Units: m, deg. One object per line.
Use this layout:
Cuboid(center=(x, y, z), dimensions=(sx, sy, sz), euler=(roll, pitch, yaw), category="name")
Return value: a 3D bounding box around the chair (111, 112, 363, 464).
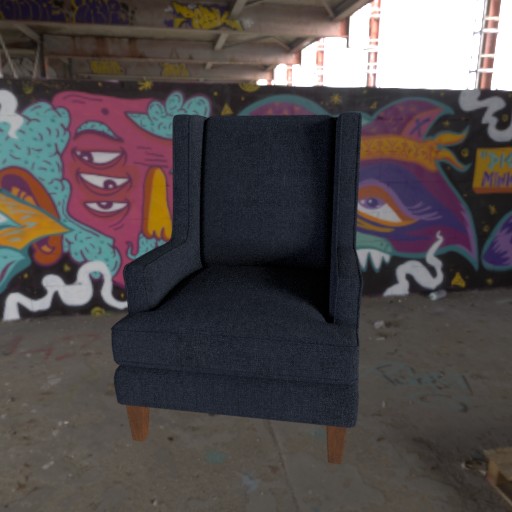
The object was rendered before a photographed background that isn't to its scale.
Cuboid(center=(0.000, 0.000, 1.691), dimensions=(0.764, 1.072, 0.947), euler=(2, 14, 9), category="chair")
